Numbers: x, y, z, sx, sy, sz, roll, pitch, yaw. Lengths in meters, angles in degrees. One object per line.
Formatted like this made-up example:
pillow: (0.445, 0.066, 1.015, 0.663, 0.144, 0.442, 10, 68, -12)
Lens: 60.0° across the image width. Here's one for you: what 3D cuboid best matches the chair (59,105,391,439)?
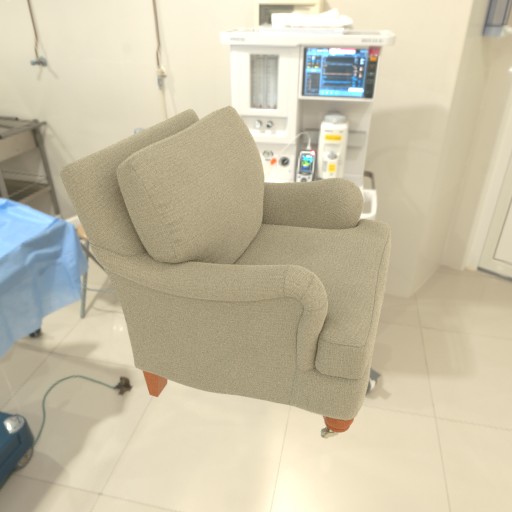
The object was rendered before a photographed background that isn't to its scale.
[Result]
chair: (0.000, 0.000, 1.862, 1.070, 1.038, 0.955, 10, 32, 17)
